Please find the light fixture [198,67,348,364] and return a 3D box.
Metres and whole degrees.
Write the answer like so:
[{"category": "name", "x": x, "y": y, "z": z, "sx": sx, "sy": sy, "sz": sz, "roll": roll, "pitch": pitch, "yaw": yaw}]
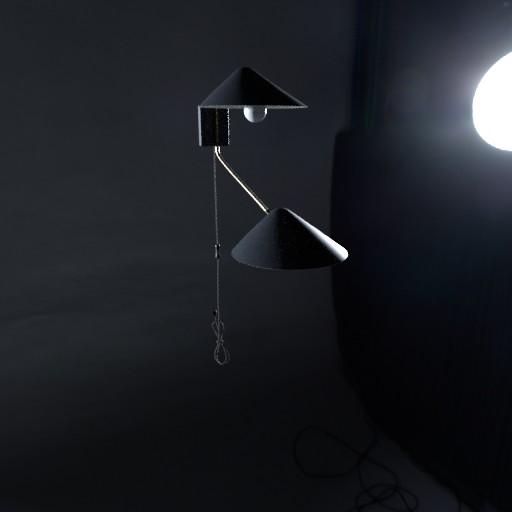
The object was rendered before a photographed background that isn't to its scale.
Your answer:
[{"category": "light fixture", "x": 0.000, "y": 0.000, "z": 0.834, "sx": 0.189, "sy": 0.665, "sz": 0.422, "roll": -8, "pitch": 19, "yaw": -26}]
